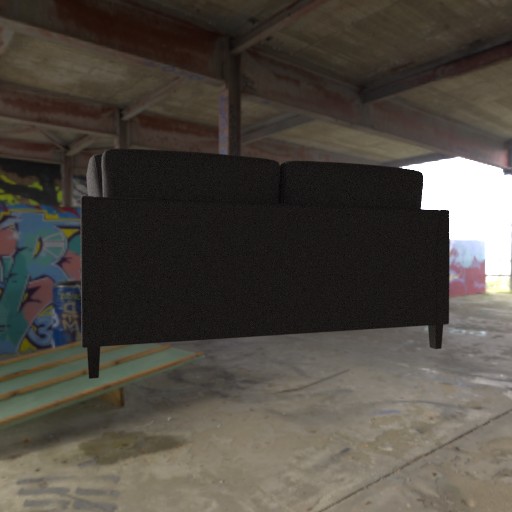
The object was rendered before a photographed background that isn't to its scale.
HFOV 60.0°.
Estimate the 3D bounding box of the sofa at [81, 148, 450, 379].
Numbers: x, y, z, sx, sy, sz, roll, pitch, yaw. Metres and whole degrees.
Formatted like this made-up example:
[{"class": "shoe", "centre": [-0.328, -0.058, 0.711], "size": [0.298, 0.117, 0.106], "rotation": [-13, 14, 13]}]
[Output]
[{"class": "sofa", "centre": [0.000, 0.000, 2.378], "size": [1.751, 0.920, 0.969], "rotation": [0, 1, -18]}]
